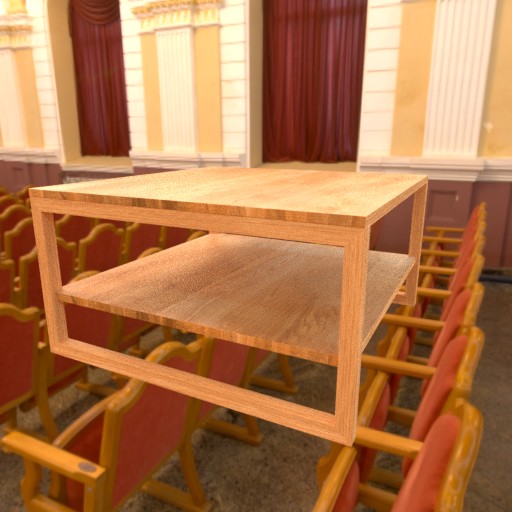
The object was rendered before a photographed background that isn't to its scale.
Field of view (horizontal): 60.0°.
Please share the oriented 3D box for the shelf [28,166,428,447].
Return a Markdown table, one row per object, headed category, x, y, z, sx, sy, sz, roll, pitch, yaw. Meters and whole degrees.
| category | x | y | z | sx | sy | sz | roll | pitch | yaw |
| --- | --- | --- | --- | --- | --- | --- | --- | --- | --- |
| shelf | 0.000 | 0.000 | 1.429 | 0.899 | 0.480 | 0.899 | 8 | 17 | 26 |
